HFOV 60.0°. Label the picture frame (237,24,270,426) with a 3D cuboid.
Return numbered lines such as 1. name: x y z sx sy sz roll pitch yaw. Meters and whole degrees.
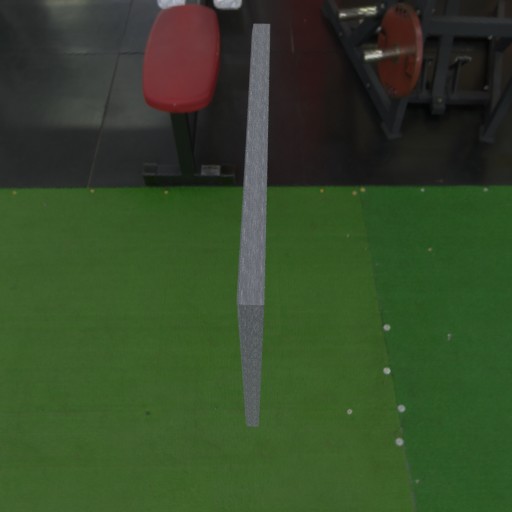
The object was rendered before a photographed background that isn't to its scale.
1. picture frame: 0.000 0.000 0.767 0.029 0.559 0.454 1 58 1
